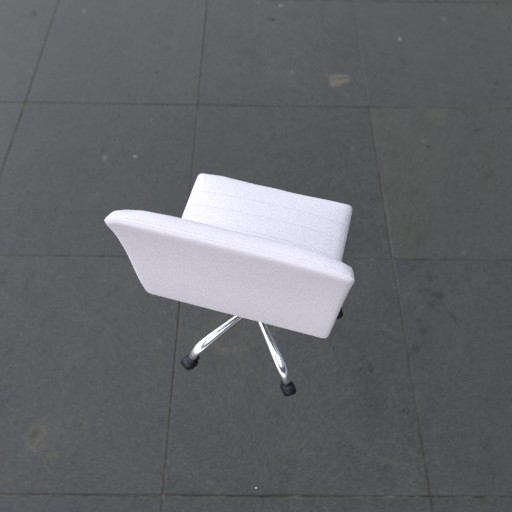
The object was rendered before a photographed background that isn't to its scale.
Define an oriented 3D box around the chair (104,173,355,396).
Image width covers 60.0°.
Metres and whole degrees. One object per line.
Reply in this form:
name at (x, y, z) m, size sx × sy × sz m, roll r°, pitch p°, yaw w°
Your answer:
chair at (0.000, 0.000, 1.037) m, size 0.520 × 0.750 × 0.455 m, roll 14°, pitch 63°, yaw 7°
